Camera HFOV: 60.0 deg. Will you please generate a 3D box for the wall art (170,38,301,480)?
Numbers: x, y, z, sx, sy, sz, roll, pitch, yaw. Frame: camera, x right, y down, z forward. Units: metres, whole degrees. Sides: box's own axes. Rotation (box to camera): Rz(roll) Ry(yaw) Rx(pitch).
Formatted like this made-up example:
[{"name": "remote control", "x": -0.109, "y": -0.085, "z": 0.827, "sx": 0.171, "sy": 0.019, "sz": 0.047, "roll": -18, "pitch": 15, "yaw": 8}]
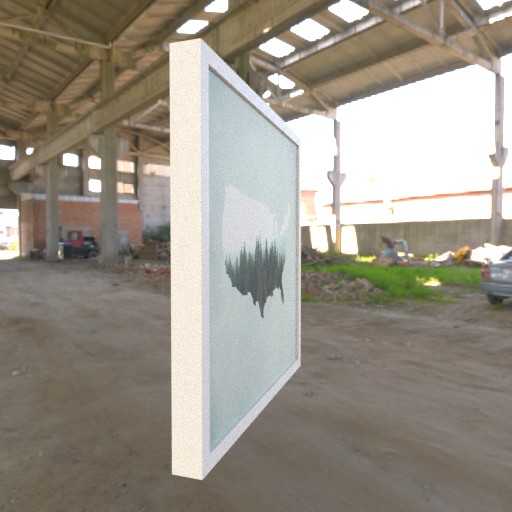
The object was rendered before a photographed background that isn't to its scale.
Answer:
[{"name": "wall art", "x": 0.000, "y": 0.000, "z": 0.453, "sx": 0.024, "sy": 0.304, "sz": 0.304, "roll": 1, "pitch": 2, "yaw": 19}]
